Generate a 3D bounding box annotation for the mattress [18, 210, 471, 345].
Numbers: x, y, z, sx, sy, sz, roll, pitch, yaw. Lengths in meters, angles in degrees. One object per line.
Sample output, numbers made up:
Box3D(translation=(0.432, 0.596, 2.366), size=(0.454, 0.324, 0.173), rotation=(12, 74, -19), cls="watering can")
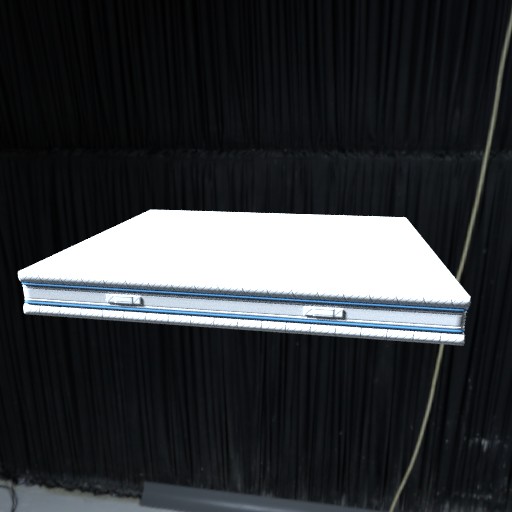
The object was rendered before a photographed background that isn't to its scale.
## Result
Box3D(translation=(0.000, 0.000, 2.701), size=(2.000, 0.230, 1.600), rotation=(3, 17, 9), cls="mattress")
